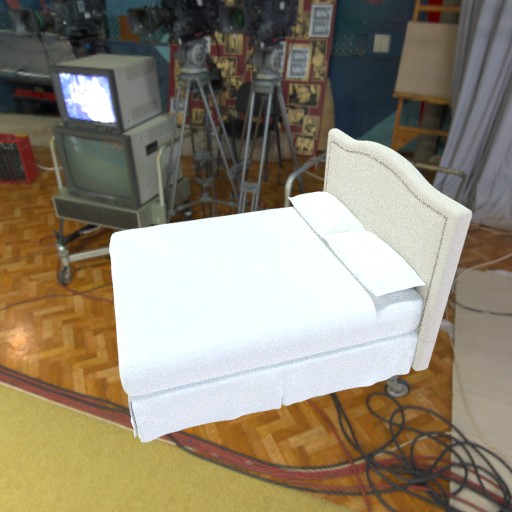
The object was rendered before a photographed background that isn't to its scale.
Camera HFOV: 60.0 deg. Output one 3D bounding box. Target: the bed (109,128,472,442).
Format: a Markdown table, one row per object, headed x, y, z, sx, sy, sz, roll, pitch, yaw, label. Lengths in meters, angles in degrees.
| x | y | z | sx | sy | sz | roll | pitch | yaw | label |
| --- | --- | --- | --- | --- | --- | --- | --- | --- | --- |
| 0.000 | 0.000 | 3.353 | 2.143 | 1.460 | 1.753 | -10 | 33 | -15 | bed |
